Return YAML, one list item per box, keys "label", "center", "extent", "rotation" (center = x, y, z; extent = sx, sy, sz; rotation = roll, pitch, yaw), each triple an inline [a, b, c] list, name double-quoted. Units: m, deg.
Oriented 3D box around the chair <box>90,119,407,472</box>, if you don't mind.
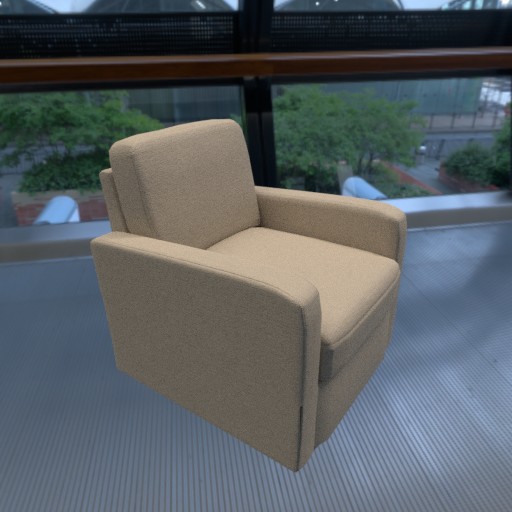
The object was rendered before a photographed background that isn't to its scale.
- label: "chair"
  center: [0.000, 0.000, 1.541]
  extent: [0.888, 0.827, 0.755]
  rotation: [17, 31, 31]
